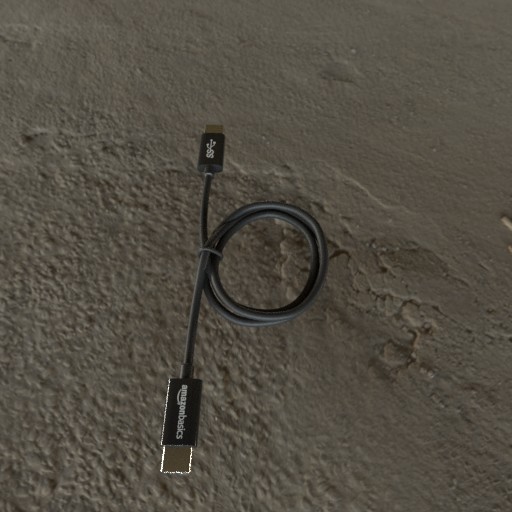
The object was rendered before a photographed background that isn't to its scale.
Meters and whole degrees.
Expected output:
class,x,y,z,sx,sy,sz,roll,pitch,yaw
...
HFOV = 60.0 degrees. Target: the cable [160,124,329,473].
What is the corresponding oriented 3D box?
class,x,y,z,sx,sy,sz,roll,pitch,yaw
cable,0.000,0.000,0.210,0.070,0.014,0.186,1,57,1
